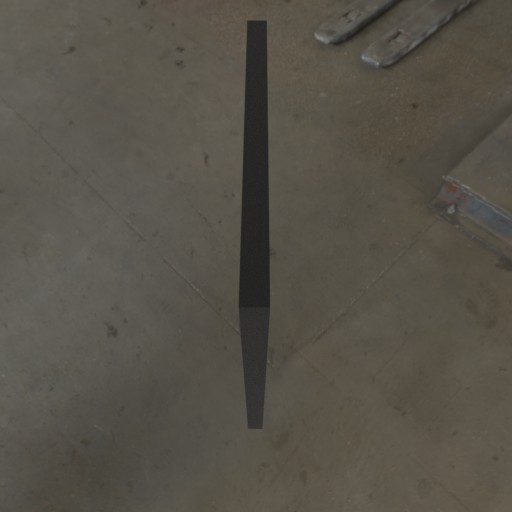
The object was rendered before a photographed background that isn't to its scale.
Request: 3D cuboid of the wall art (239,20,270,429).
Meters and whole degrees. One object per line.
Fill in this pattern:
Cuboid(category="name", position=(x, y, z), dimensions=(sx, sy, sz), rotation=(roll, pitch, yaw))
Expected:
Cuboid(category="wall art", position=(0.000, 0.000, 0.759), dimensions=(0.029, 0.559, 0.457), rotation=(0, 58, 0))
